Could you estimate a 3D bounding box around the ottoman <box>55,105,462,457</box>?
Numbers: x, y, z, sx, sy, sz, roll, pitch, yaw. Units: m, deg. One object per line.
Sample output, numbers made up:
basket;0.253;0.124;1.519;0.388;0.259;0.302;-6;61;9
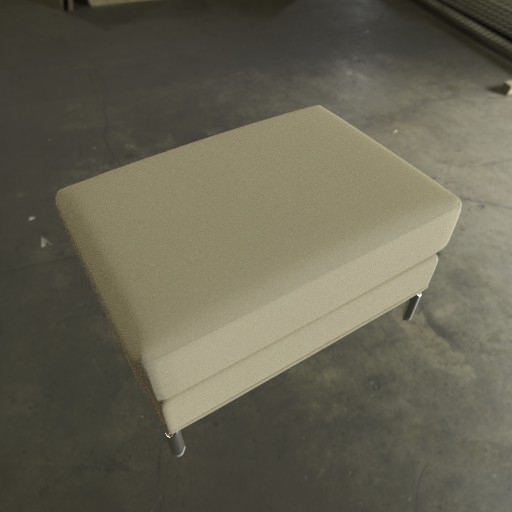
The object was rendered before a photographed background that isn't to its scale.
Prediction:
ottoman;0.000;0.000;1.210;0.835;0.497;0.581;-24;51;-22
